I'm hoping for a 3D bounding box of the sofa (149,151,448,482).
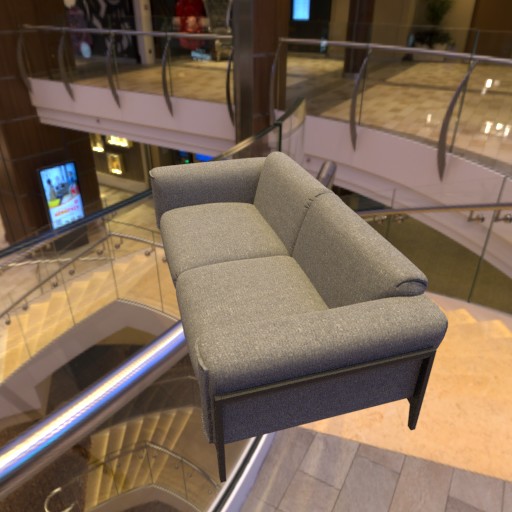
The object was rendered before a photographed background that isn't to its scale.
[{"bbox_3d":[0.000,0.000,2.531,0.985,0.703,2.125,-9,31,-14],"label":"sofa"}]
